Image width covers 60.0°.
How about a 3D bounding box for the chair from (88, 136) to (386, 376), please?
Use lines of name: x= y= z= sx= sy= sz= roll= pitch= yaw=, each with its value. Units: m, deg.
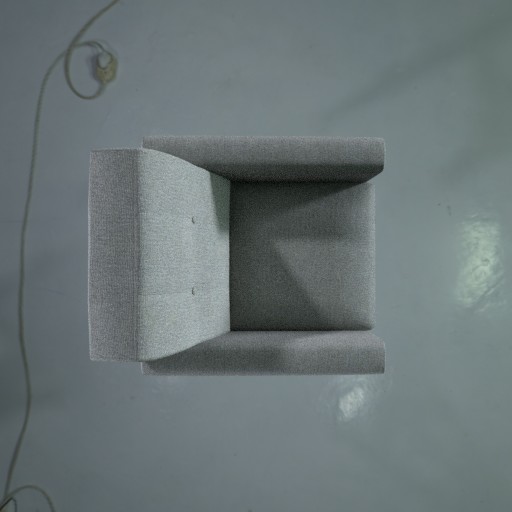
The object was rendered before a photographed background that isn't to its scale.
chair: x=0.000 y=0.000 z=1.678 sx=0.942 sy=0.968 sz=0.845 roll=0 pitch=90 yaw=-1
